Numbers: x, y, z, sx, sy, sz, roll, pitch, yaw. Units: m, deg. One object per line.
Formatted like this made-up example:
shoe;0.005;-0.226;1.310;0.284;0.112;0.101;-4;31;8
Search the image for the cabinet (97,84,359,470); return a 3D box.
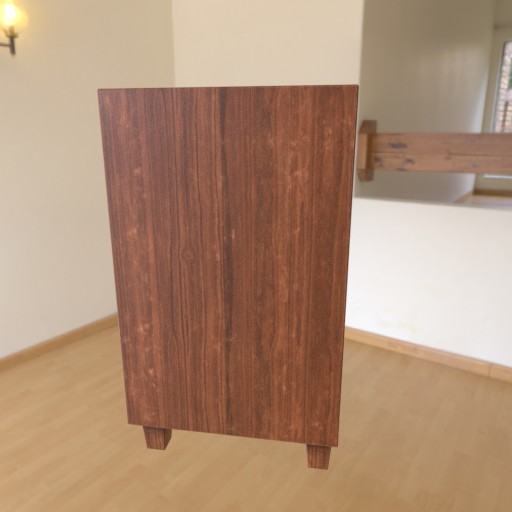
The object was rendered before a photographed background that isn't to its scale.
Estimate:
cabinet;0.000;0.000;1.046;0.410;0.695;0.607;3;16;9
